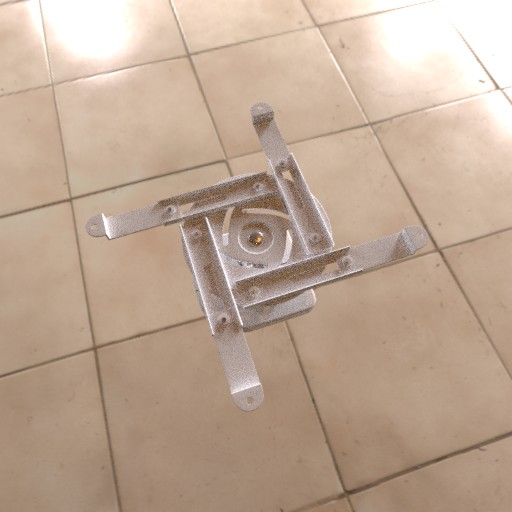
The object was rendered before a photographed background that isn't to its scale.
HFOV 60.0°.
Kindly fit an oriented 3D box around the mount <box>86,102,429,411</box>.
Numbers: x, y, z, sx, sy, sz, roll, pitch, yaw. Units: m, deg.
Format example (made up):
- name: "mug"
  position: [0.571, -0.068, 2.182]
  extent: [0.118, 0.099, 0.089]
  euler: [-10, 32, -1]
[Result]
- name: "mount"
  position: [0.000, 0.000, 0.605]
  extent: [0.394, 0.141, 0.394]
  euler: [-17, 65, -8]
